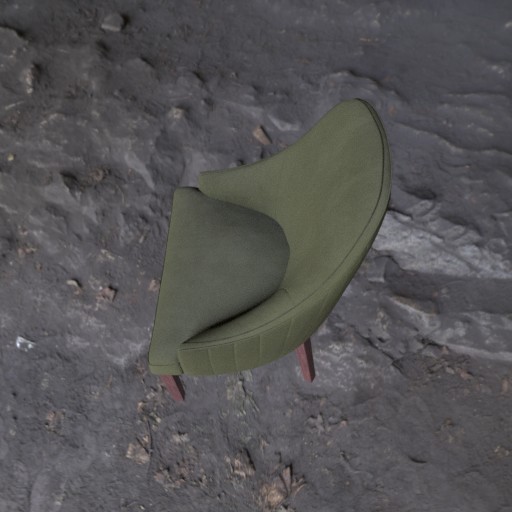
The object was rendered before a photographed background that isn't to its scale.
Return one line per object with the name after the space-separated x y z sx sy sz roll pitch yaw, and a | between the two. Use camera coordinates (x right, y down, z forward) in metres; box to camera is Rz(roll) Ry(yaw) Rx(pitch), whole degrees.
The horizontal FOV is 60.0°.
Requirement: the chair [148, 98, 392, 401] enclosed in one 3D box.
0.000 0.000 1.297 0.575 0.889 0.643 1 57 1 | chair
